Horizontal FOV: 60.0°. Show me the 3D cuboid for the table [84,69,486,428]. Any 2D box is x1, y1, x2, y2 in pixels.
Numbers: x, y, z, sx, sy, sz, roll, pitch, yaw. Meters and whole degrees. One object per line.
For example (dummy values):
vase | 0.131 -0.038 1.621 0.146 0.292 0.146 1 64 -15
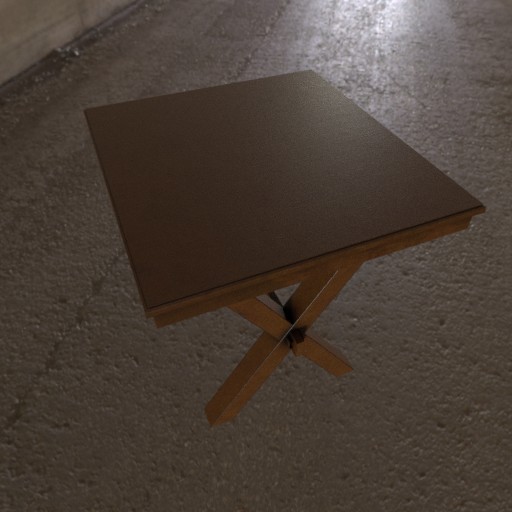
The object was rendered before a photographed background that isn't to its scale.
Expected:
table | 0.000 0.000 1.034 0.560 0.562 0.602 -16 47 -16
